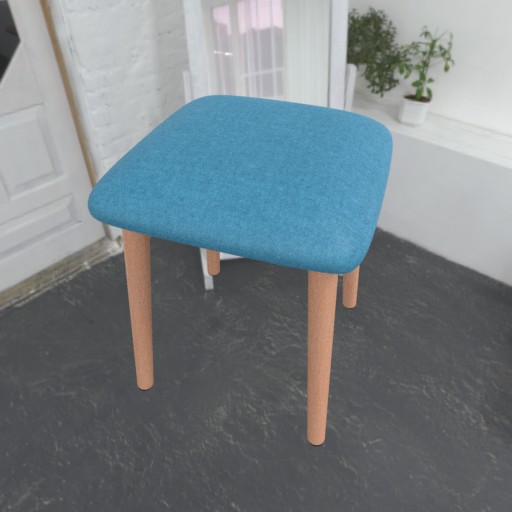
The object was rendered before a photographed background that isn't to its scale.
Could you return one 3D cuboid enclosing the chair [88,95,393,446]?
[{"bbox_3d":[0.000,0.000,0.735,0.360,0.450,0.360,13,43,14],"label":"chair"}]
